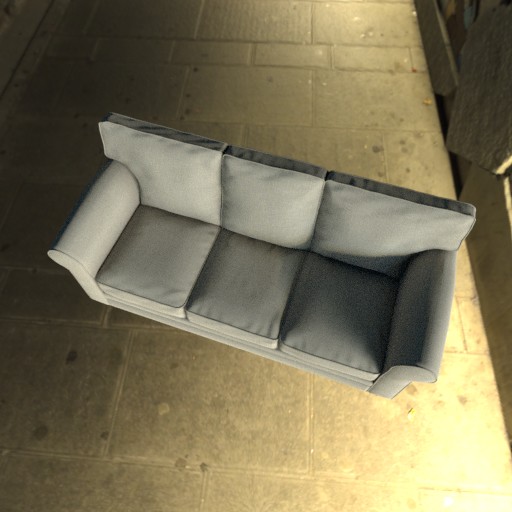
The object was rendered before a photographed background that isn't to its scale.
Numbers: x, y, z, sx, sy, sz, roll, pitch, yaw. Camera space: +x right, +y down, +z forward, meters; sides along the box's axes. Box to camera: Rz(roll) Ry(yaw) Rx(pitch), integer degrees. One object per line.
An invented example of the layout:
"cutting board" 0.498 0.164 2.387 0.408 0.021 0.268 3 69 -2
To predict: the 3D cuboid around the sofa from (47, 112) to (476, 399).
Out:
"sofa" 0.000 0.000 2.523 2.084 0.961 0.916 17 61 10
